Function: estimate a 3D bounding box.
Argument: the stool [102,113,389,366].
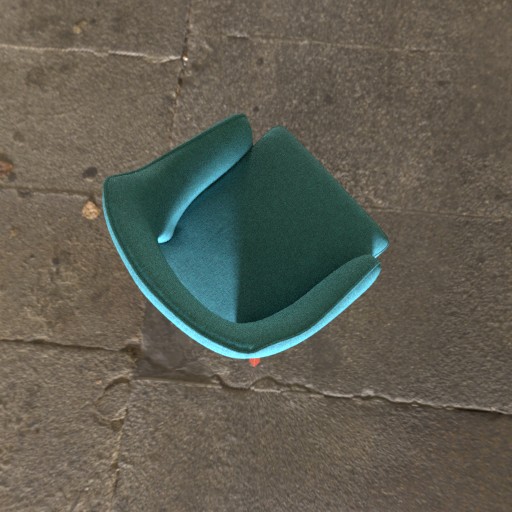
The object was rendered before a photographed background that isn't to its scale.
[{"bbox_3d":[0.000,0.000,1.294,0.556,0.961,0.548,-39,79,-9],"label":"stool"}]
